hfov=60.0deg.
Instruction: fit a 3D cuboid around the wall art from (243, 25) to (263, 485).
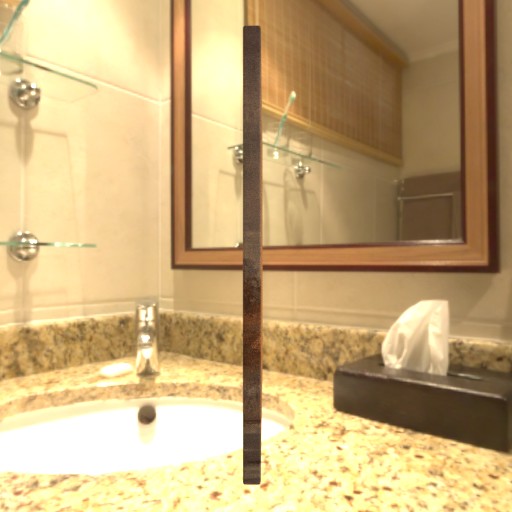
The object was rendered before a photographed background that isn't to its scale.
[{"bbox_3d":[0.000,0.000,1.307,0.035,0.897,0.888,0,0,1],"label":"wall art"}]
